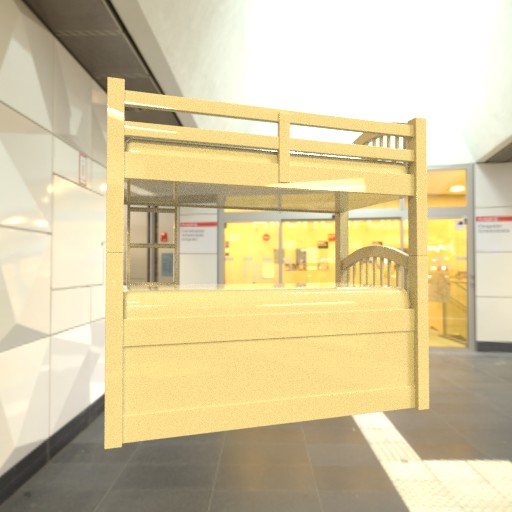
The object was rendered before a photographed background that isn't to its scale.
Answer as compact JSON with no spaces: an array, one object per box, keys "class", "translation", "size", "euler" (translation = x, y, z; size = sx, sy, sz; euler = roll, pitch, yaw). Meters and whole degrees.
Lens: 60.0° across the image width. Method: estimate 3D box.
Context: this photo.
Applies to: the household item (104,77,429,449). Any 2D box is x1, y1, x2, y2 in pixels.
[{"class":"household item","translation":[0.000,0.000,3.169],"size":[2.032,2.032,1.143],"euler":[0,-1,-19]}]
